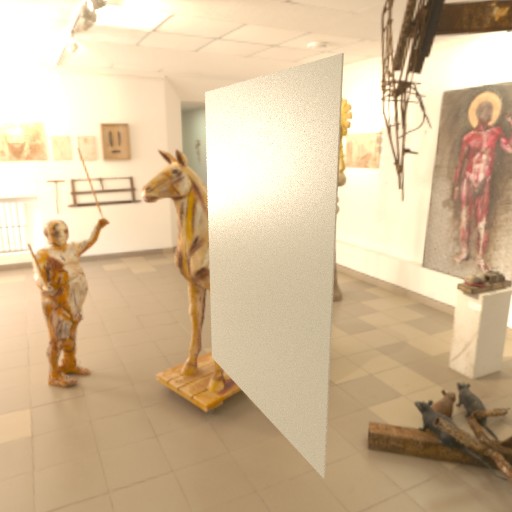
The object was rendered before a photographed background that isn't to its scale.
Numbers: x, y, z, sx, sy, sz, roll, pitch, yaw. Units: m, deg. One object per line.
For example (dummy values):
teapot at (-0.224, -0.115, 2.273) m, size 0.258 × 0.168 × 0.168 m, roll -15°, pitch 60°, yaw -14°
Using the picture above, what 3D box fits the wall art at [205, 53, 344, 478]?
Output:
wall art at (0.000, 0.000, 0.810) m, size 0.003 × 0.609 × 0.457 m, roll -7°, pitch 16°, yaw -27°
